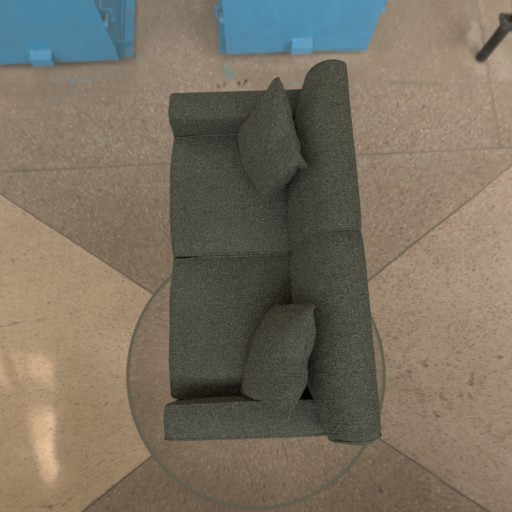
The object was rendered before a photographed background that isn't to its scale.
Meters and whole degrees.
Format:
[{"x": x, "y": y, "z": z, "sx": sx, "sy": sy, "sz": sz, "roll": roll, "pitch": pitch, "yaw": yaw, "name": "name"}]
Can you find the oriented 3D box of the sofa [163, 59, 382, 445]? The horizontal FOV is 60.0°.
[{"x": 0.000, "y": 0.000, "z": 2.433, "sx": 0.998, "sy": 0.958, "sz": 1.846, "roll": -2, "pitch": 76, "yaw": 0, "name": "sofa"}]
